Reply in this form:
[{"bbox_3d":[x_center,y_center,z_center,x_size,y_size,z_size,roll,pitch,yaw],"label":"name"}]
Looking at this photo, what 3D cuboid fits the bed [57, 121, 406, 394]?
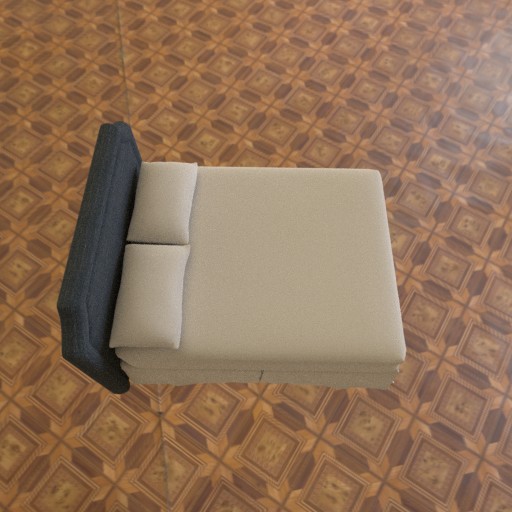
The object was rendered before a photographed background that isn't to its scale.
[{"bbox_3d":[0.000,0.000,3.310,2.208,1.297,1.828,1,62,1],"label":"bed"}]
